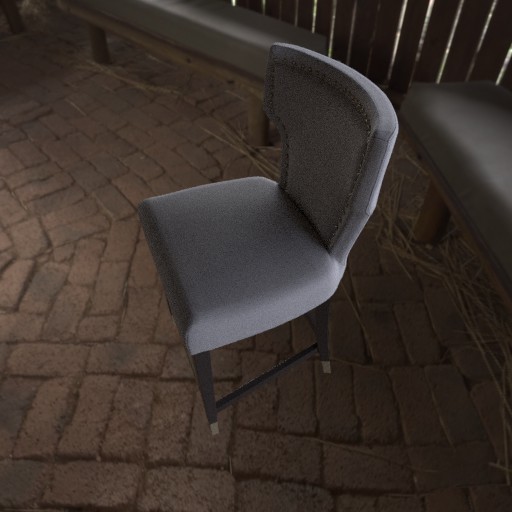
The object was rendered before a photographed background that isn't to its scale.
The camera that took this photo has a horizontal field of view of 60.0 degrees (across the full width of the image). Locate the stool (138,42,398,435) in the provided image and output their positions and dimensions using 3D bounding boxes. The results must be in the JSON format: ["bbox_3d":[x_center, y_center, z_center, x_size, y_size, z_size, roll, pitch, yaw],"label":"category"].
[{"bbox_3d":[0.000,0.000,1.288,0.563,0.982,0.527,-17,48,-16],"label":"stool"}]
